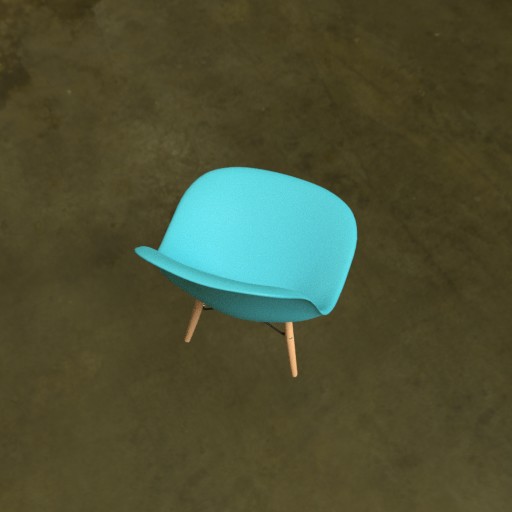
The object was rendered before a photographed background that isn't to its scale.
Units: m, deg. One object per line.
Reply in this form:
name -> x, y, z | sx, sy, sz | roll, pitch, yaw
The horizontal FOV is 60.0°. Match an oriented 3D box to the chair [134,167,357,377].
chair -> 0.000, 0.000, 1.137 | 0.470, 0.826, 0.531 | 16, 65, 8
